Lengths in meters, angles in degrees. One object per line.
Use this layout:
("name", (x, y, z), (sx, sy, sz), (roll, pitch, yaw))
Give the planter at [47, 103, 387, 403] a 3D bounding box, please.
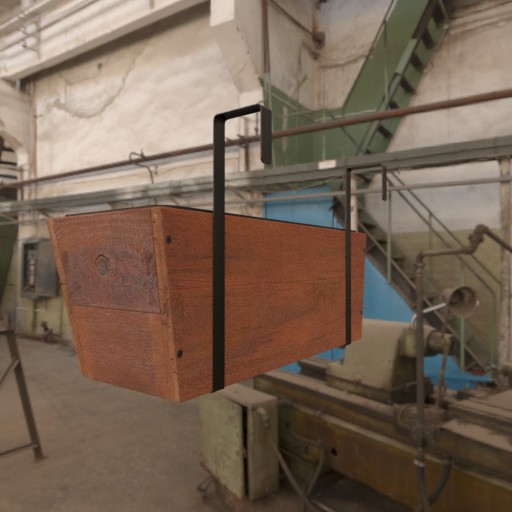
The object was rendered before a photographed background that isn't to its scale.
("planter", (0.000, 0.000, 0.637), (0.262, 0.289, 0.480), (-1, -1, 36))
